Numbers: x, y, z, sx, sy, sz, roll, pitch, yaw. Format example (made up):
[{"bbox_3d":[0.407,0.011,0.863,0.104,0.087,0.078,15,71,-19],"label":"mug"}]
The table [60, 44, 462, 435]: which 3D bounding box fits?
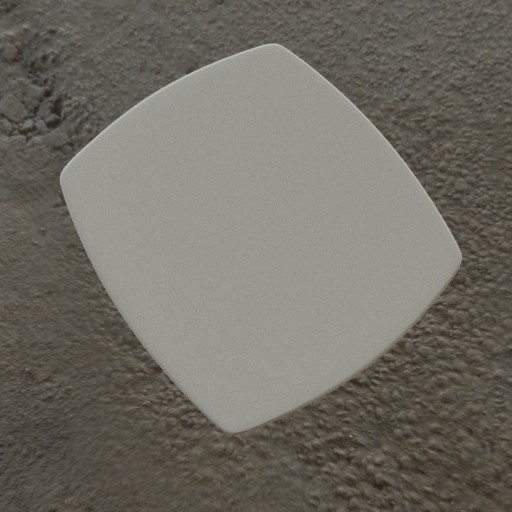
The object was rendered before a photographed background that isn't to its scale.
[{"bbox_3d":[0.000,0.000,0.832,0.451,0.438,0.502,-35,78,-9],"label":"table"}]
